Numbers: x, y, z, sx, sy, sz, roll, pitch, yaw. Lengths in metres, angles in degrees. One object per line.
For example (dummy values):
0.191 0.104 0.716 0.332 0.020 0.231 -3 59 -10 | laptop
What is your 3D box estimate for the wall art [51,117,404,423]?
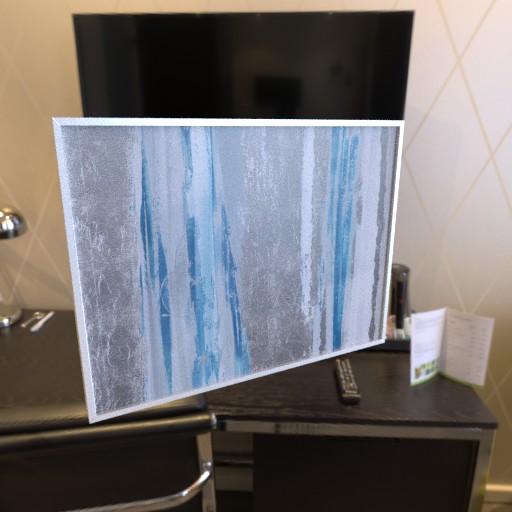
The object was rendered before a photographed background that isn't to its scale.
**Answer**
0.000 0.000 1.362 1.056 0.801 0.066 -8 18 -26 | wall art
